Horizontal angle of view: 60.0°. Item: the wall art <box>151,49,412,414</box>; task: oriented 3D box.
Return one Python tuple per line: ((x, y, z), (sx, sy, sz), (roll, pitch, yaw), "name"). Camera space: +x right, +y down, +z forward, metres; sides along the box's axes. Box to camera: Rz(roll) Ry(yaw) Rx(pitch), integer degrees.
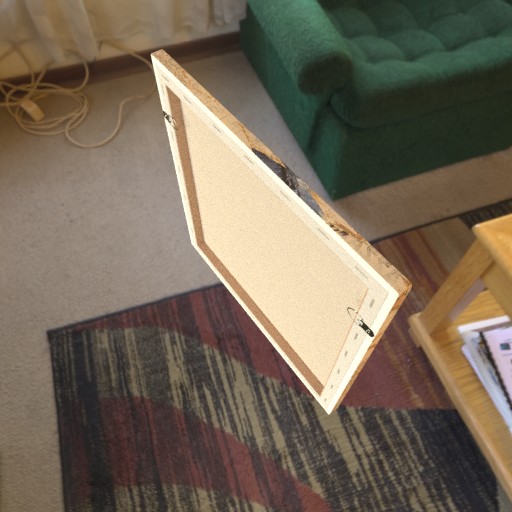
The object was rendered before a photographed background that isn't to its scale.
((0.000, 0.000, 1.384), (0.039, 0.914, 0.912), (-32, 63, -19), "wall art")
